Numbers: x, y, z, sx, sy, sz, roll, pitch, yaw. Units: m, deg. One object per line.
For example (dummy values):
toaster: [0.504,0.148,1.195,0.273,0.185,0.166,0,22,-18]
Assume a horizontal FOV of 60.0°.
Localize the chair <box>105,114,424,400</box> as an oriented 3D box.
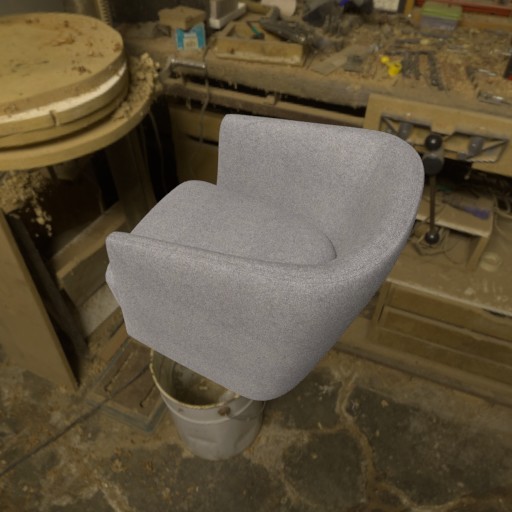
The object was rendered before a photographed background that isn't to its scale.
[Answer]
chair: [0.000,0.000,1.651,0.986,0.861,0.822,18,49,16]
